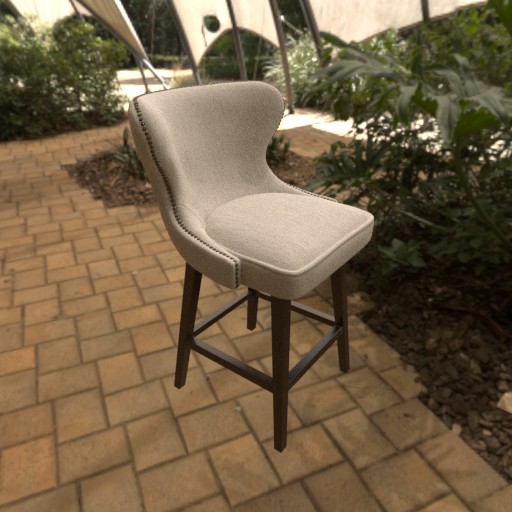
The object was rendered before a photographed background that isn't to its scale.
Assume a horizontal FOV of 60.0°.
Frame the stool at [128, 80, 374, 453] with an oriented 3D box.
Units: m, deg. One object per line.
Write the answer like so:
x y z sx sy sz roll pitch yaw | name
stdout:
0.000 0.000 1.396 0.597 0.972 0.615 19 33 32 | stool
